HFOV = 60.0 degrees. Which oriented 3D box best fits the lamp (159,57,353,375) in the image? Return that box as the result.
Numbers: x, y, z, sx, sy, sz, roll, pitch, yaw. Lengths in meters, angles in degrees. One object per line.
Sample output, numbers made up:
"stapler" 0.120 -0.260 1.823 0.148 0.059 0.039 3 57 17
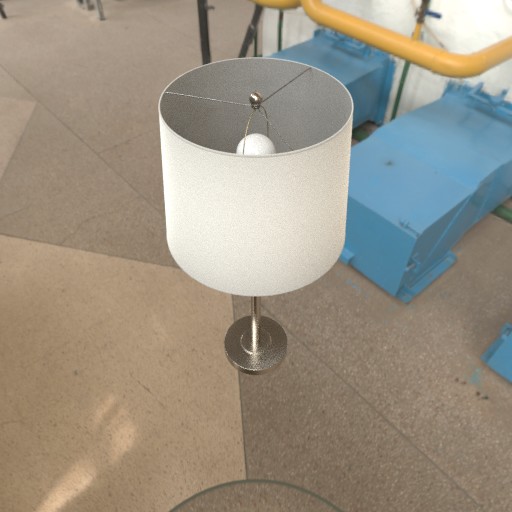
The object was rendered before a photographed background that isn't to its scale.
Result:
"lamp" 0.000 0.000 0.895 0.333 0.696 0.333 0 47 0
